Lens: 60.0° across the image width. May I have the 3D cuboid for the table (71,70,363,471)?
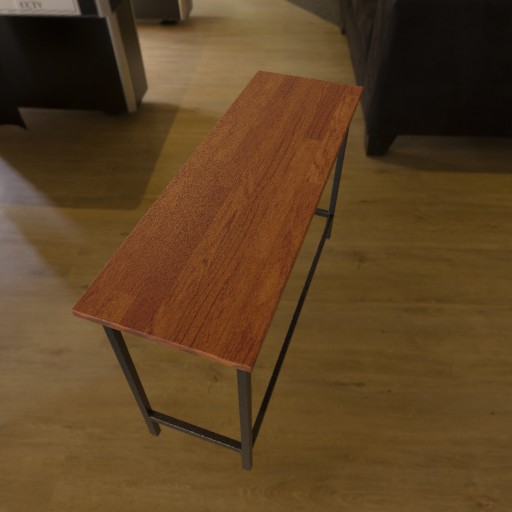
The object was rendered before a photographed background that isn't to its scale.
[{"bbox_3d":[0.000,0.000,1.548,0.408,0.740,1.204,15,49,13],"label":"table"}]
